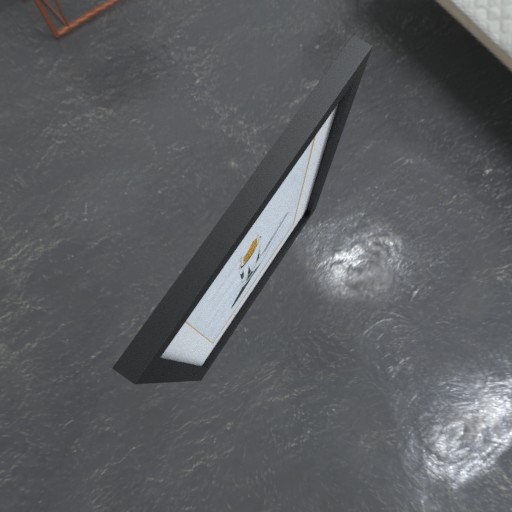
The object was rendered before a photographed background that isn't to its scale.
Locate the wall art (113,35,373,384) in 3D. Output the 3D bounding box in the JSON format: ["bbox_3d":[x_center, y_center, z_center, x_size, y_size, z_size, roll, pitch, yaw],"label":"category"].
[{"bbox_3d":[0.000,0.000,0.524,0.019,0.381,0.330,32,77,8],"label":"wall art"}]
